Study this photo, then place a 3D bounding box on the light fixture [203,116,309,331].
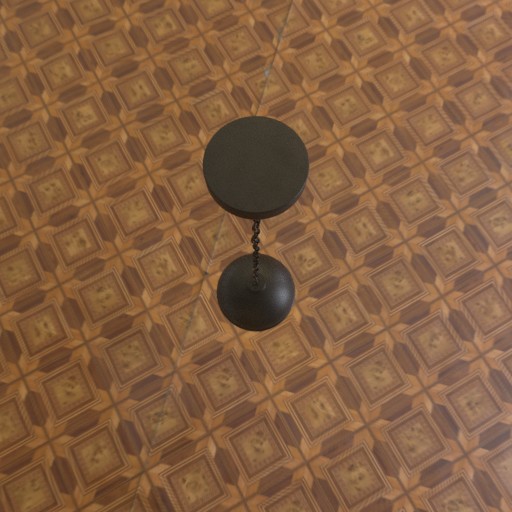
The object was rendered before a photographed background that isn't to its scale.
[{"bbox_3d":[0.000,0.000,1.190,0.304,1.090,0.304,28,77,7],"label":"light fixture"}]
